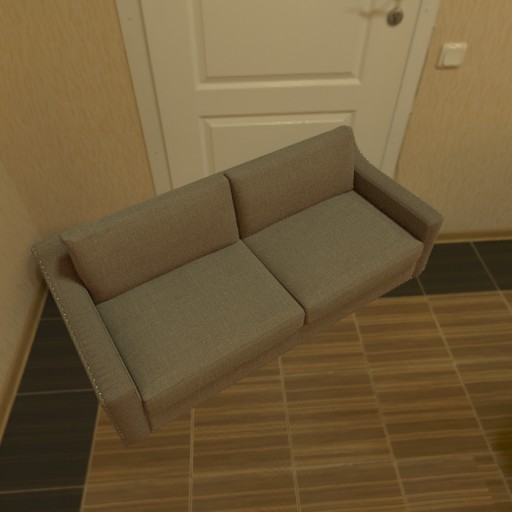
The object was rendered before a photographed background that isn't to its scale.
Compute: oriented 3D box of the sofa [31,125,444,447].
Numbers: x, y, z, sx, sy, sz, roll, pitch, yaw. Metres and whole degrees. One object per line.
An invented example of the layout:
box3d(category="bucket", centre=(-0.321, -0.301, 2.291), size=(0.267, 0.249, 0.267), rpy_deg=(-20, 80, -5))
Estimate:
box3d(category="sofa", centre=(0.000, 0.000, 2.667), size=(2.208, 0.857, 1.000), rpy_deg=(-26, 52, -22))
